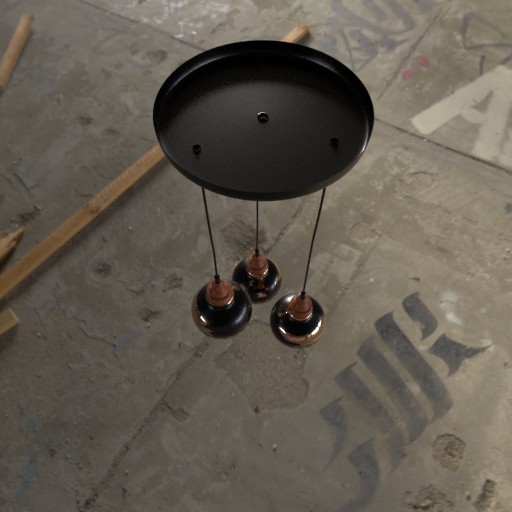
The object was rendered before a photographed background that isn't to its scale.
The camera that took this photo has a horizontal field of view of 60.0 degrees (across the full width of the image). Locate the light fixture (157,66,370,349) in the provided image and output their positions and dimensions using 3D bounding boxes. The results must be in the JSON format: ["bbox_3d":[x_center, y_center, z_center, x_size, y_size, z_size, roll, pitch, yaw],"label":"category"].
[{"bbox_3d":[0.000,0.000,1.717,0.605,1.410,0.608,-34,65,-18],"label":"light fixture"}]
